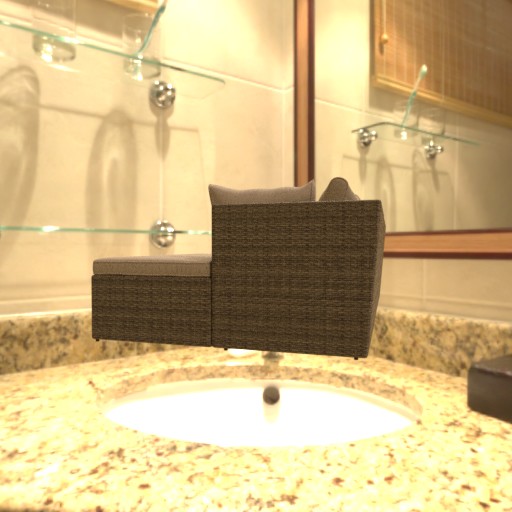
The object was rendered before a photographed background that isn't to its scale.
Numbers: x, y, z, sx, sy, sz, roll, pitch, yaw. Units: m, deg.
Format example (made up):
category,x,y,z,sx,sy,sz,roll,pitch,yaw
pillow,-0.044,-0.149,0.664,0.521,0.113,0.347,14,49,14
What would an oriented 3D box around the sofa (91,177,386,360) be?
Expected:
category,x,y,z,sx,sy,sz,roll,pitch,yaw
sofa,0.000,0.000,2.984,1.662,0.766,2.192,0,1,17
